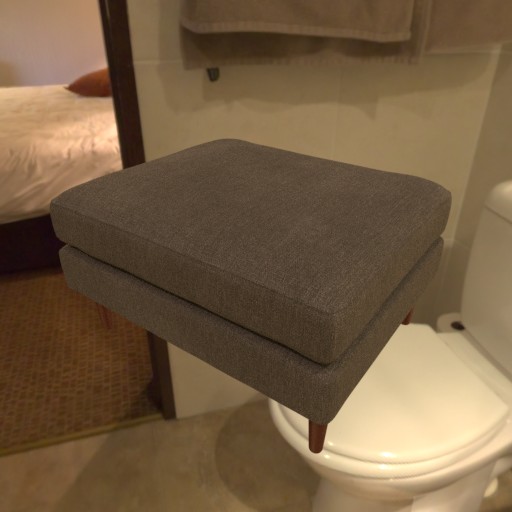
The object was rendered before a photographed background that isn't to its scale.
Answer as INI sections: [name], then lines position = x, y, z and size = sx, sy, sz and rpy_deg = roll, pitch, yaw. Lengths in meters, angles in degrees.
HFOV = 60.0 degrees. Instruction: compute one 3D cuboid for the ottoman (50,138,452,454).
[ottoman]
position = 0.000, 0.000, 1.222
size = 0.821, 0.474, 0.693
rpy_deg = 20, 35, 31
